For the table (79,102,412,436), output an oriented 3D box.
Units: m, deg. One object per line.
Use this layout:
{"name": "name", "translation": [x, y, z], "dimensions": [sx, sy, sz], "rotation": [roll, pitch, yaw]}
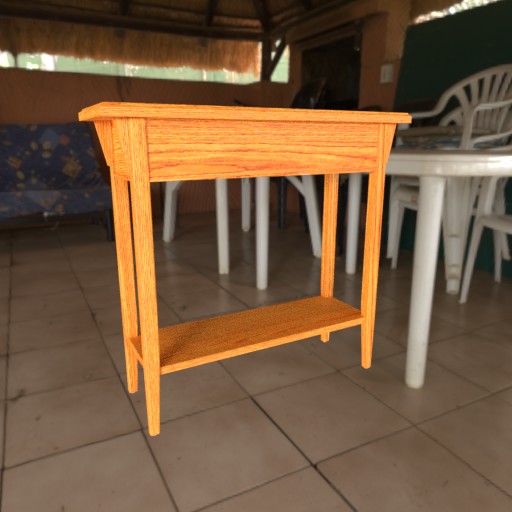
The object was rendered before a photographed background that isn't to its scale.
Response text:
{"name": "table", "translation": [0.000, 0.000, 1.145], "dimensions": [0.762, 0.711, 0.254], "rotation": [-8, 17, -28]}
